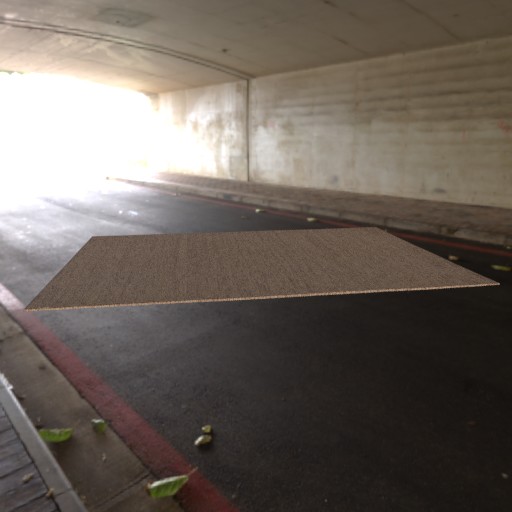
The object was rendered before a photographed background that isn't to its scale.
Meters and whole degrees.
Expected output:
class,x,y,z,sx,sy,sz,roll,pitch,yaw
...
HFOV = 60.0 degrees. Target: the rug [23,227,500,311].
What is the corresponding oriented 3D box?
class,x,y,z,sx,sy,sz,roll,pitch,yaw
rug,0.000,0.000,2.272,1.840,0.013,1.225,-2,15,-9
